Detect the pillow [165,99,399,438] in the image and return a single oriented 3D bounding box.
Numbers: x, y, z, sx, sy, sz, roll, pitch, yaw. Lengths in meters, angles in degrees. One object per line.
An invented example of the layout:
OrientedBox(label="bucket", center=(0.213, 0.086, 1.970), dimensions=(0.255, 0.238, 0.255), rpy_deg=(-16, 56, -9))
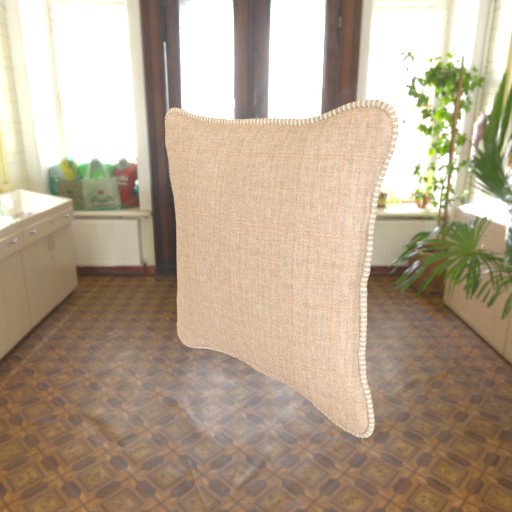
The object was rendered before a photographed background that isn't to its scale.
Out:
OrientedBox(label="pillow", center=(0.000, 0.000, 0.760), dimensions=(0.485, 0.494, 0.124), rpy_deg=(15, 22, 42))
